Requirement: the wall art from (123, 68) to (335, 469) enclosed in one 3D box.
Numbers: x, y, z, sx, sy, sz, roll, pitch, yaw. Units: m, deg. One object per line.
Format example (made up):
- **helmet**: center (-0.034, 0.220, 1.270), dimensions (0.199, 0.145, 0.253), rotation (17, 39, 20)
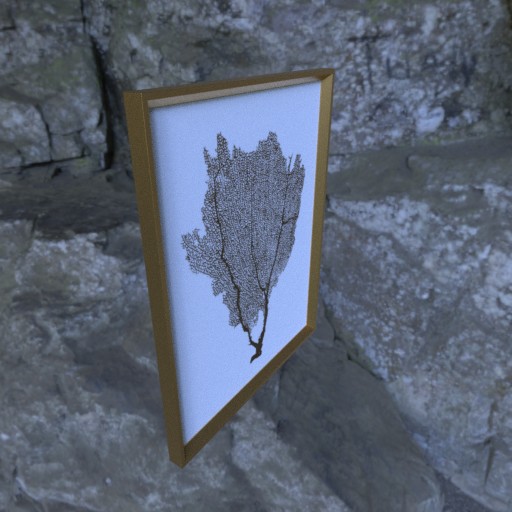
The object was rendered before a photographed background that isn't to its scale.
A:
- **wall art**: center (0.000, 0.000, 1.015), dimensions (0.038, 0.762, 0.610), rotation (17, 31, 31)
